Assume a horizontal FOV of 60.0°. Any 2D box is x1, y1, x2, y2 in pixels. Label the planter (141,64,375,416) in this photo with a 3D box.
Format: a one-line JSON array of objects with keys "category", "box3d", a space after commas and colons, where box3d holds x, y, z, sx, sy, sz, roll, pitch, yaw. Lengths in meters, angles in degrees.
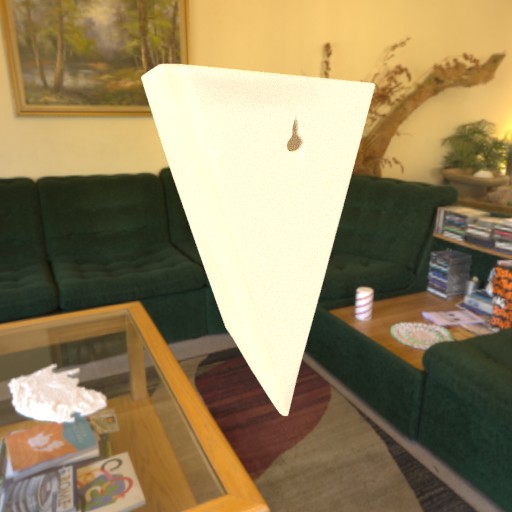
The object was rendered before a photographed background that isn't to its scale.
[{"category": "planter", "box3d": [0.000, 0.000, 0.265, 0.150, 0.197, 0.060, -16, 23, -41]}]
